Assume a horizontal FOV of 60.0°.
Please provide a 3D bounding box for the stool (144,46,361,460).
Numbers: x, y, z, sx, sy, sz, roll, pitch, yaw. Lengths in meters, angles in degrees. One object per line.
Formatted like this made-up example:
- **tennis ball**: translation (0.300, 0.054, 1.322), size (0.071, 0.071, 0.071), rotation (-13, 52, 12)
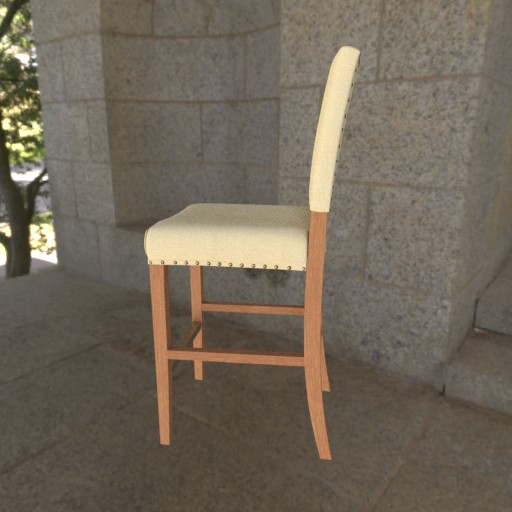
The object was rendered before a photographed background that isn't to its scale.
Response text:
- **stool**: translation (0.000, 0.000, 1.443), size (0.584, 1.168, 0.445), rotation (2, 16, 8)
